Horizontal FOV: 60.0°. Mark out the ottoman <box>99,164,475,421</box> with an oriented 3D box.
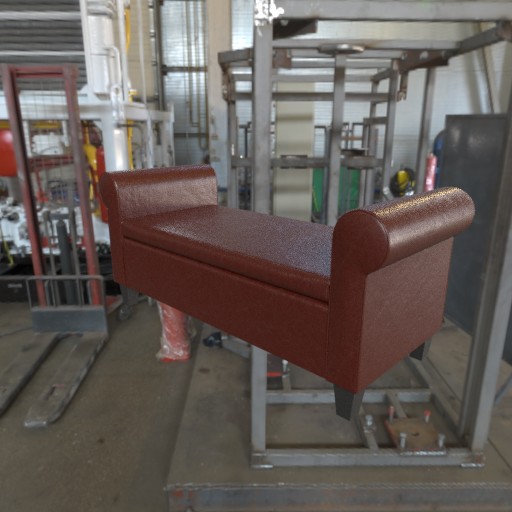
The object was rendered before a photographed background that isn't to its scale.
[{"bbox_3d":[0.000,0.000,1.570,1.256,0.547,0.521,15,23,42],"label":"ottoman"}]
